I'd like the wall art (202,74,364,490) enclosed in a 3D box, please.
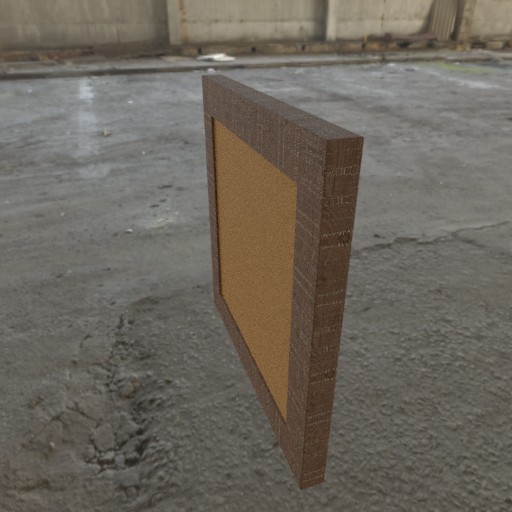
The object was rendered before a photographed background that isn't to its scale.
[{"bbox_3d":[0.000,0.000,0.772,0.040,0.531,0.531,-9,30,-17],"label":"wall art"}]
